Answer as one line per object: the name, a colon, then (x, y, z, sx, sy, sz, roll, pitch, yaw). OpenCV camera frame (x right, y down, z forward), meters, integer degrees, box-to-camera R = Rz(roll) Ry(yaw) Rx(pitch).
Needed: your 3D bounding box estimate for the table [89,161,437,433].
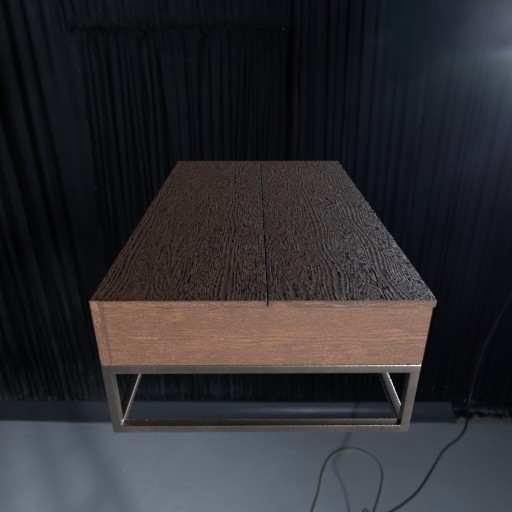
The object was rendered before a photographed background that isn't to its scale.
table: (0.000, 0.000, 1.490, 0.719, 0.361, 1.167, 0, 26, 0)
